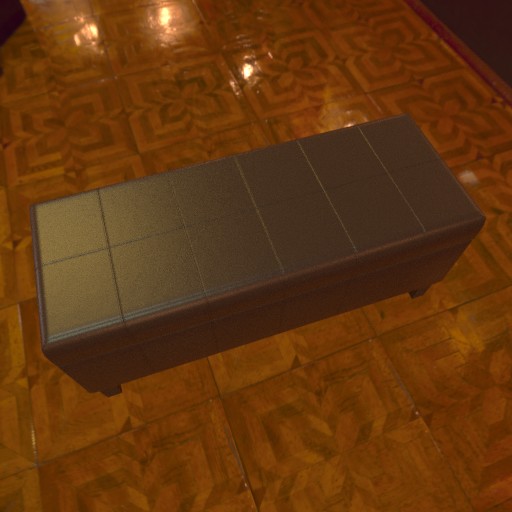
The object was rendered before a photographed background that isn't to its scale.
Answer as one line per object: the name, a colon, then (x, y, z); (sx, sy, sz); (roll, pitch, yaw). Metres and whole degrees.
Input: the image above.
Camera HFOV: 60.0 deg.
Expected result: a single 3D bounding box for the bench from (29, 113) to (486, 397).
bench: (0.000, 0.000, 1.297); (1.092, 0.457, 0.429); (-16, 60, -10)
